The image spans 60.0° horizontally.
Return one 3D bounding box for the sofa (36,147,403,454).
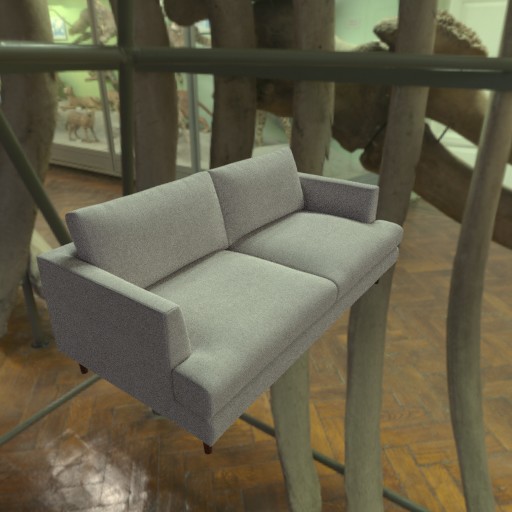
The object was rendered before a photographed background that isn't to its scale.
[{"bbox_3d":[0.000,0.000,2.477,1.020,0.868,1.948,17,30,32],"label":"sofa"}]
